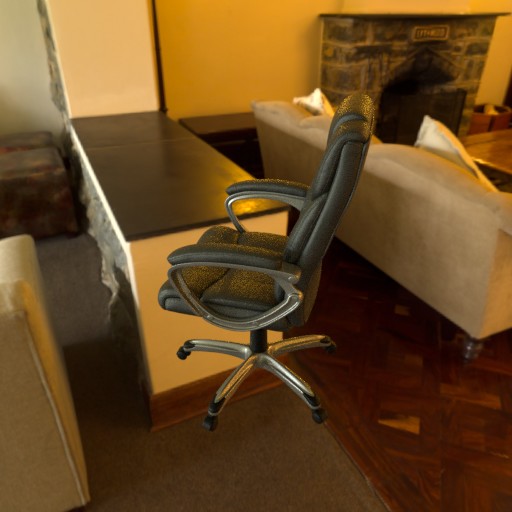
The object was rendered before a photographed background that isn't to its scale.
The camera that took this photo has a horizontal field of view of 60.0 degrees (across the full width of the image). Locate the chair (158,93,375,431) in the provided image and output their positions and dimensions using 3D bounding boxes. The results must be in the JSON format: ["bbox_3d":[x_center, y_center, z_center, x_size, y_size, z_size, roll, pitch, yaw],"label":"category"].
[{"bbox_3d":[0.000,0.000,1.628,0.719,1.130,0.721,8,30,13],"label":"chair"}]
